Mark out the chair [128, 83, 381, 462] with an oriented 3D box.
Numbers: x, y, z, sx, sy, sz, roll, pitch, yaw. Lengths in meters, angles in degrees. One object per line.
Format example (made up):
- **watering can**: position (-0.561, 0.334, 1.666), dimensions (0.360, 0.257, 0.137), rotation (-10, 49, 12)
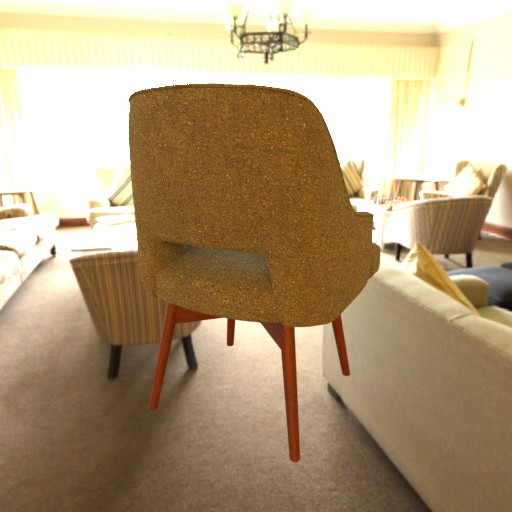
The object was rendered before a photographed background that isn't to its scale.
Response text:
- **chair**: position (0.000, 0.000, 1.266), dimensions (0.608, 0.875, 0.629), rotation (8, 18, 26)
